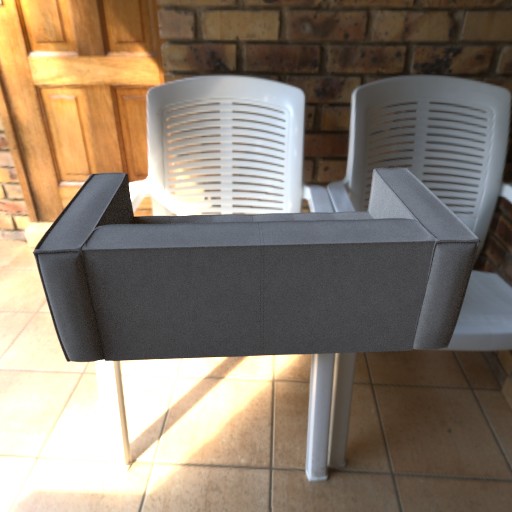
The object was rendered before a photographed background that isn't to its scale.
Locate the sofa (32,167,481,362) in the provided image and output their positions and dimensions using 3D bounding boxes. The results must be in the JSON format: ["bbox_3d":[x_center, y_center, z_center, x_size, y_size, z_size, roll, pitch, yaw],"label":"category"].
[{"bbox_3d":[0.000,0.000,2.499,1.995,0.680,1.038,-1,30,-3],"label":"sofa"}]
